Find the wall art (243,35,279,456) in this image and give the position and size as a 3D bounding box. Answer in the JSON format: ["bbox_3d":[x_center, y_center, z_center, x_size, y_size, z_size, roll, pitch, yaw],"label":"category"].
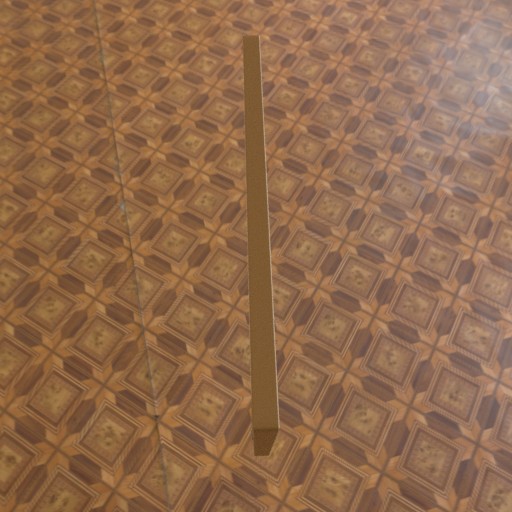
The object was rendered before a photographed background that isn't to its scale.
[{"bbox_3d":[0.000,0.000,0.478,0.019,0.254,0.380,-2,62,-1],"label":"wall art"}]
